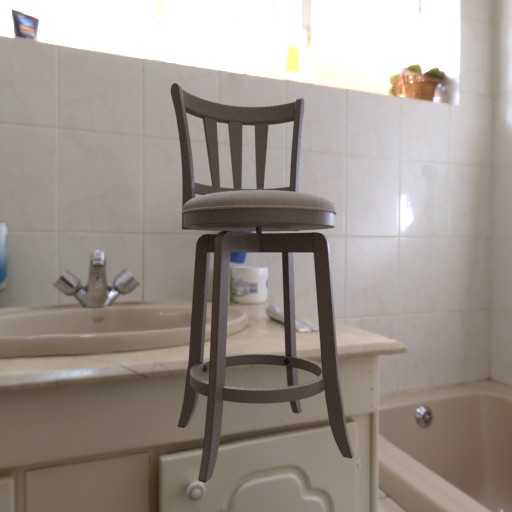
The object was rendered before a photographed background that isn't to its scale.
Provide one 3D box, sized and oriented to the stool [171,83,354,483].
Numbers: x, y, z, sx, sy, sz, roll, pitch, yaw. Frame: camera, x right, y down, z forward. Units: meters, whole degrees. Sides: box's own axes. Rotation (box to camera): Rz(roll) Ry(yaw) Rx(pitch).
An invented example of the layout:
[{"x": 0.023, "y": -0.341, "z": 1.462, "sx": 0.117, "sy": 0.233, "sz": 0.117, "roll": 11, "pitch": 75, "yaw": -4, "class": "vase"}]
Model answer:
[{"x": 0.000, "y": 0.000, "z": 1.250, "sx": 0.436, "sy": 1.023, "sz": 0.475, "roll": 0, "pitch": 1, "yaw": -18, "class": "stool"}]
